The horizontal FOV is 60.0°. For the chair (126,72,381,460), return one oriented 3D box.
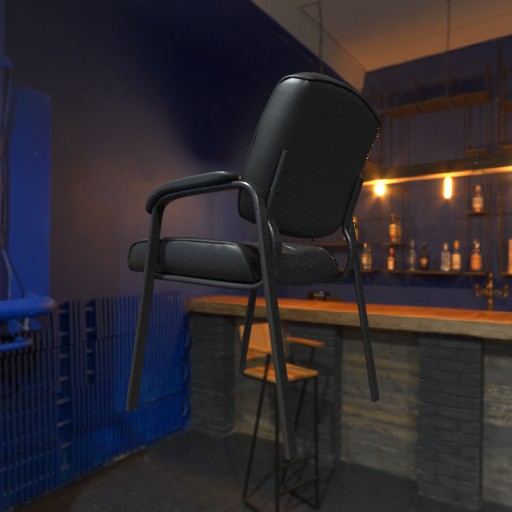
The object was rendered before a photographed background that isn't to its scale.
[{"bbox_3d":[0.000,0.000,1.367,0.668,0.910,0.591,0,-1,36],"label":"chair"}]
